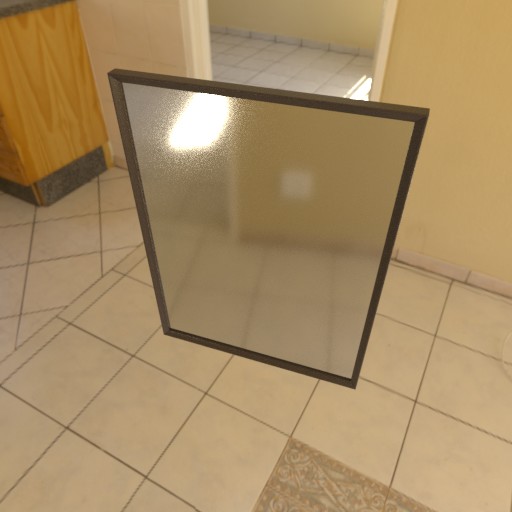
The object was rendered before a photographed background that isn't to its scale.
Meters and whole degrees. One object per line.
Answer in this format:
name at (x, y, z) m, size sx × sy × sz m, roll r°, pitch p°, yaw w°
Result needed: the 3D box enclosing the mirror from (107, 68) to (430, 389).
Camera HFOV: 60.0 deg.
mirror at (0.000, 0.000, 1.348) m, size 0.762 × 1.016 × 0.041 m, roll 13°, pitch 43°, yaw 14°
